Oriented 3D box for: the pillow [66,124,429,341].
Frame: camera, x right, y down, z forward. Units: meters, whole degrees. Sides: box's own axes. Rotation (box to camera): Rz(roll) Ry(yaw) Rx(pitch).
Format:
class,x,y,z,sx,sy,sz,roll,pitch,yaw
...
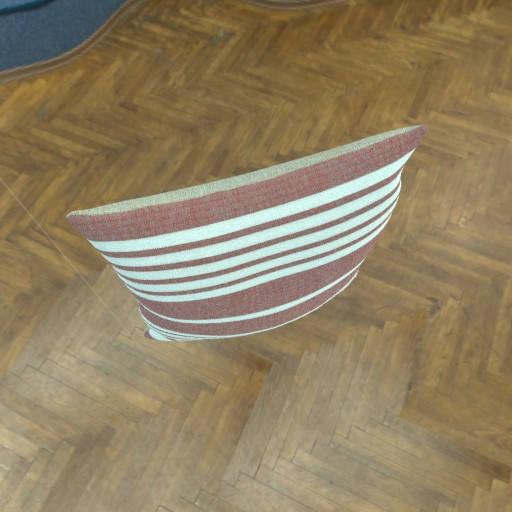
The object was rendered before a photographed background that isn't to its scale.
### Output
class,x,y,z,sx,sy,sz,roll,pitch,yaw
pillow,0.000,0.000,0.680,0.439,0.427,0.182,-16,64,-8
